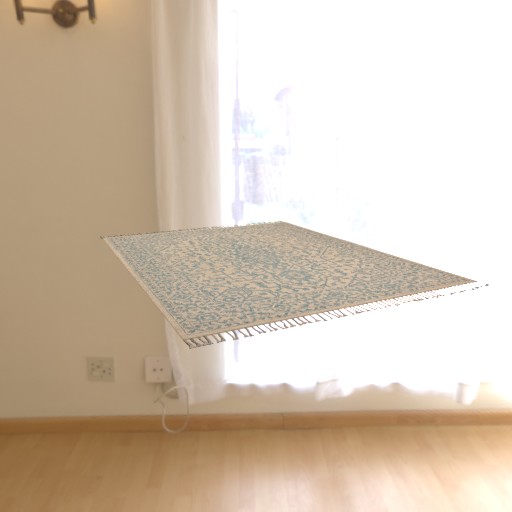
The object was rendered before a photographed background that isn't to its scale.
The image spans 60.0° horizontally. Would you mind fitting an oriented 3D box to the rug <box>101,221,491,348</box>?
[{"bbox_3d":[0.000,0.000,4.332,2.464,0.010,3.327,-7,16,-26],"label":"rug"}]
